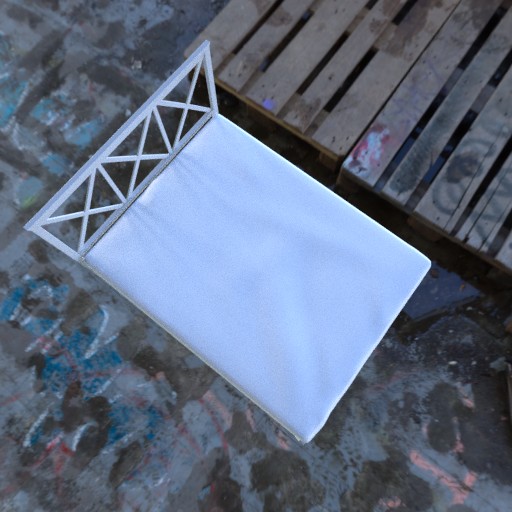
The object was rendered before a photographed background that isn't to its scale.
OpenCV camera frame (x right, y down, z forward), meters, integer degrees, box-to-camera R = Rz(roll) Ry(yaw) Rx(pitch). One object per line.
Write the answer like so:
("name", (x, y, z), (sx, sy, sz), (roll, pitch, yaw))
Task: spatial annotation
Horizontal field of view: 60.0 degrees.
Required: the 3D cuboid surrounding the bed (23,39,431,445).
("bed", (0.000, 0.000, 3.183), (2.135, 1.253, 1.673), (37, 77, 10))
